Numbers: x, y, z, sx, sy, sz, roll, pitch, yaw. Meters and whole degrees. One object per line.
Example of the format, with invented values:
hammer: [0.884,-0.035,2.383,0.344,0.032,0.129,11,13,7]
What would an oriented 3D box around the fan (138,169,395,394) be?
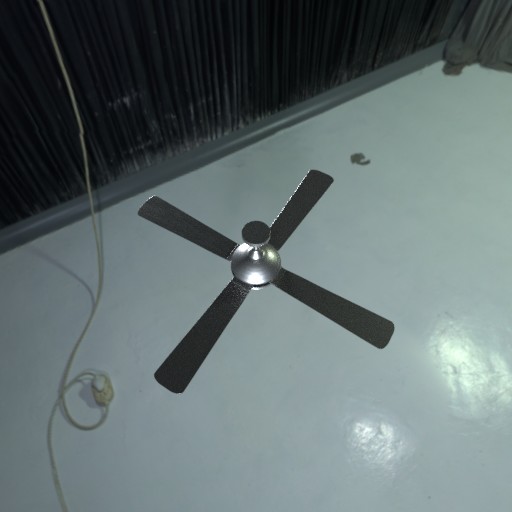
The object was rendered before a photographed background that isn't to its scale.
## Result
fan: [0.000,0.000,2.047,1.321,0.381,1.321,-33,63,-19]
